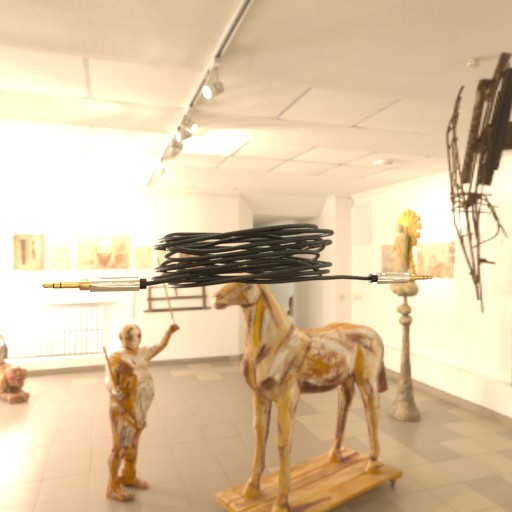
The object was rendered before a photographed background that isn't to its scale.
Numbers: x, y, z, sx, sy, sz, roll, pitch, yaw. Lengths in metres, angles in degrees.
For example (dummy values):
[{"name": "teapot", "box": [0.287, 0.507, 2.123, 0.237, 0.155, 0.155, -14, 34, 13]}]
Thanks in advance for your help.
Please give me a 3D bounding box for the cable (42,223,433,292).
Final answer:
[{"name": "cable", "box": [0.000, 0.000, 0.508, 0.432, 0.069, 0.198, 0, 0, -19]}]
